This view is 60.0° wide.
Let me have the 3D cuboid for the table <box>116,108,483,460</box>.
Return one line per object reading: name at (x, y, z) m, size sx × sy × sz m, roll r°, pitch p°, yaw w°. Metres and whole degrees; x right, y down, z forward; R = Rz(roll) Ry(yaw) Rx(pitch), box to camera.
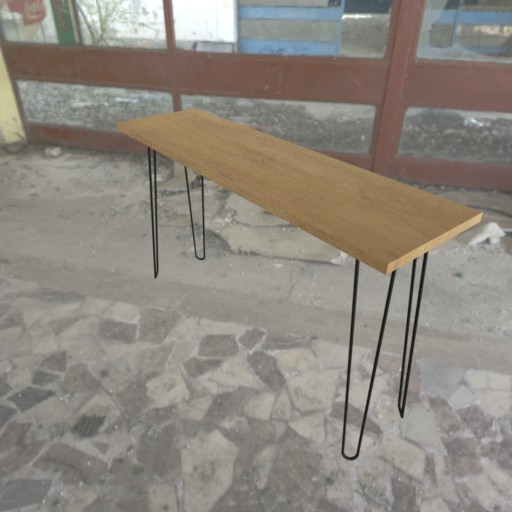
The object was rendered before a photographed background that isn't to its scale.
table at (0.000, 0.000, 1.725) m, size 0.399 × 0.799 × 1.400 m, roll -23°, pitch 39°, yaw -32°
